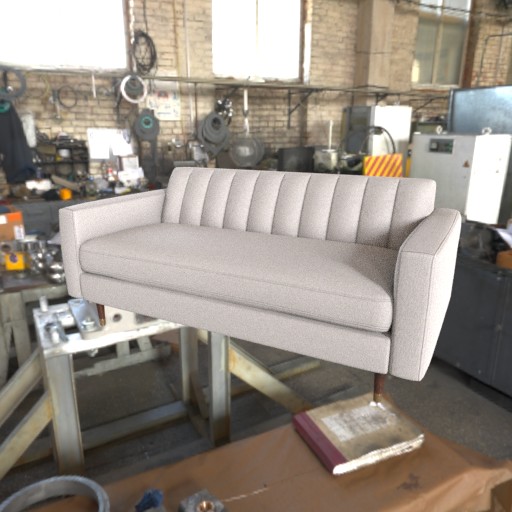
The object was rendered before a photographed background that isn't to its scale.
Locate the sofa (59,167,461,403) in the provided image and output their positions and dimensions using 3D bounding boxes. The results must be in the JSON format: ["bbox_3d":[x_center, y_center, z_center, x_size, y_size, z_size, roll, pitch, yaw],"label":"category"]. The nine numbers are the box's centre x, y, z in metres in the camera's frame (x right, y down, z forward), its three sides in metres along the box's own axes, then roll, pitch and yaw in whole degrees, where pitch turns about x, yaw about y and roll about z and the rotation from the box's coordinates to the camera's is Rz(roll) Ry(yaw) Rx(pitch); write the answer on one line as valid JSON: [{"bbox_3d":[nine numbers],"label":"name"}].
[{"bbox_3d":[0.000,0.000,2.350,1.895,0.814,0.969,8,18,27],"label":"sofa"}]
